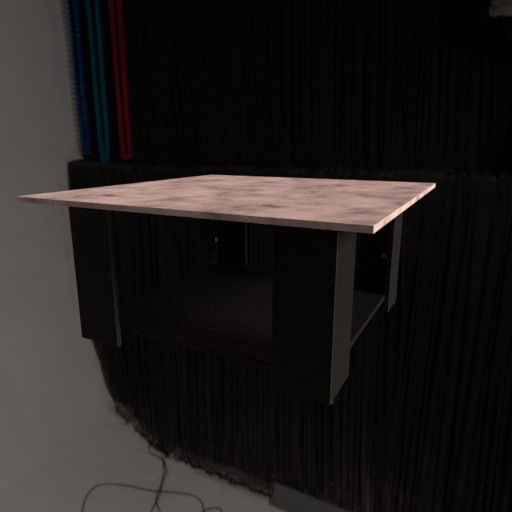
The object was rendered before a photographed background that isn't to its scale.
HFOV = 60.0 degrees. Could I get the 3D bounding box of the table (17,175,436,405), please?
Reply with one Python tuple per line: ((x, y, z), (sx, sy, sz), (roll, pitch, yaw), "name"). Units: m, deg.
((0.000, 0.000, 1.012), (0.670, 0.305, 0.670), (7, 16, 26), "table")
